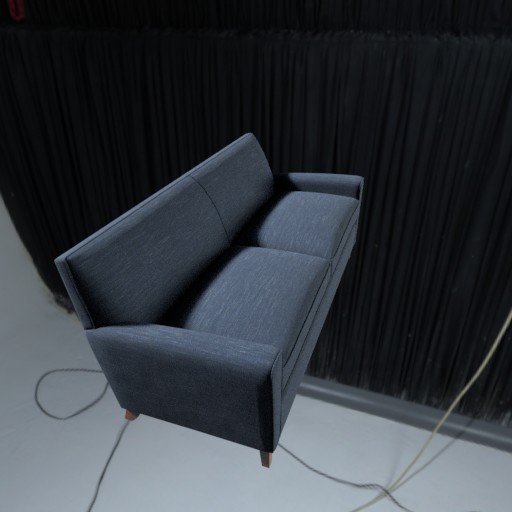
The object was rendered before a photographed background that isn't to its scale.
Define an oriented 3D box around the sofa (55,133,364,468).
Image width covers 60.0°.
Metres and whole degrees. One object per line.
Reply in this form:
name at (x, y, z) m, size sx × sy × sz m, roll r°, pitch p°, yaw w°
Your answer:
sofa at (0.000, 0.000, 2.466) m, size 0.875 × 0.846 × 1.976 m, roll 11°, pitch 31°, yaw 18°
